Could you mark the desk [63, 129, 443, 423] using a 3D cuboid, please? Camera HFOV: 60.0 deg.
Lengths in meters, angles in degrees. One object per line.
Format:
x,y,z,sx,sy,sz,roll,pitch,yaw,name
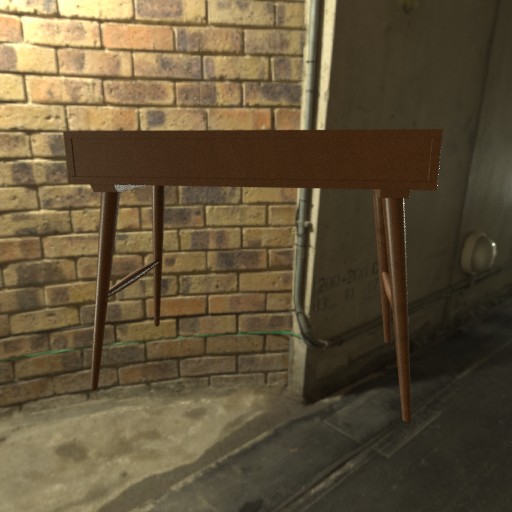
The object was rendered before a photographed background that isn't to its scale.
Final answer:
0.000,0.000,1.409,0.949,0.758,0.510,3,15,10,desk
